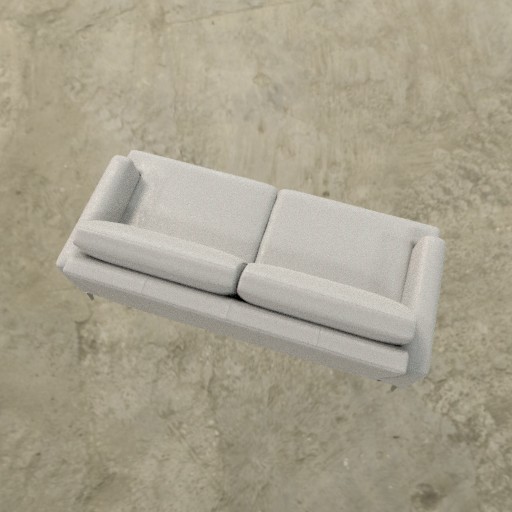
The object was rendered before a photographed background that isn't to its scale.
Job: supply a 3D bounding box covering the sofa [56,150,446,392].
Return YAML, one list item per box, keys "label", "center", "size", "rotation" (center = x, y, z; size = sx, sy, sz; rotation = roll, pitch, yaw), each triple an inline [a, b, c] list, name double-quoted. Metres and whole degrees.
- label: "sofa"
  center: [0.000, 0.000, 2.449]
  size: [1.940, 0.765, 0.974]
  rotation: [16, 66, 7]
